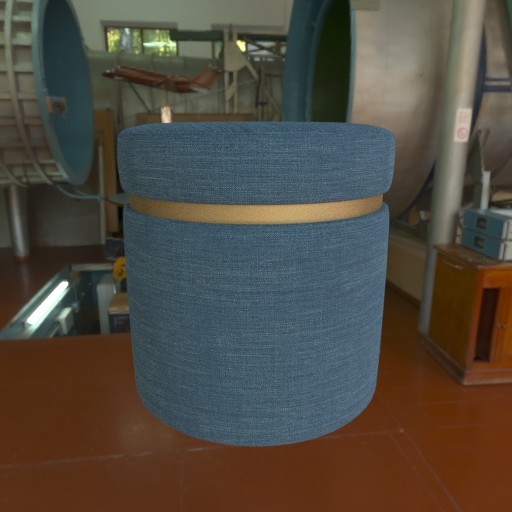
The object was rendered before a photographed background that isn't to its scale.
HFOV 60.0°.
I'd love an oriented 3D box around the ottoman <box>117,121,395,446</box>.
[{"bbox_3d":[0.000,0.000,0.702,0.398,0.406,0.398,0,15,0],"label":"ottoman"}]
